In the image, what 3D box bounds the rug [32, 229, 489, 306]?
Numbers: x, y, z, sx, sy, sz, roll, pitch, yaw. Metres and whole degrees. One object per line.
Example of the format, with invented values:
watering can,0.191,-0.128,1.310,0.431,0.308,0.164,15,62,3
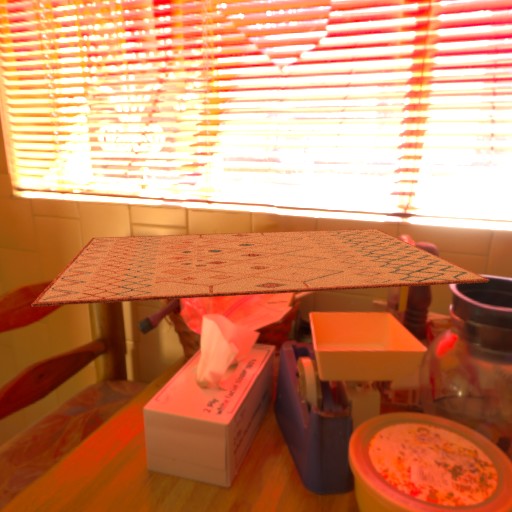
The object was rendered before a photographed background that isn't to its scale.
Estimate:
rug,0.000,0.000,3.048,2.438,0.015,1.524,-2,15,-9
